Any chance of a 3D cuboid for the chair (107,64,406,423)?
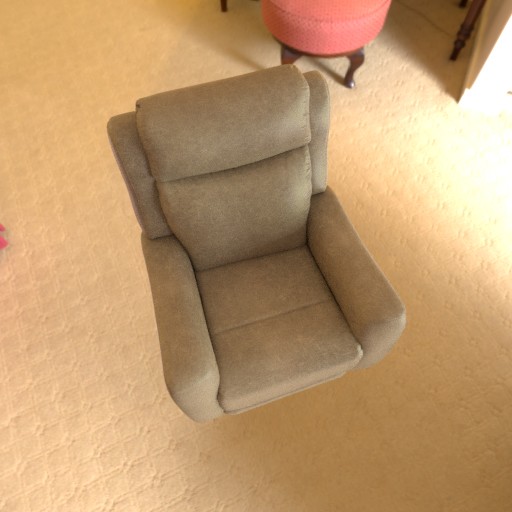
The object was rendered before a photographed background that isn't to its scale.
[{"bbox_3d":[0.000,0.000,1.911,0.965,1.116,1.068,-16,64,-8],"label":"chair"}]
